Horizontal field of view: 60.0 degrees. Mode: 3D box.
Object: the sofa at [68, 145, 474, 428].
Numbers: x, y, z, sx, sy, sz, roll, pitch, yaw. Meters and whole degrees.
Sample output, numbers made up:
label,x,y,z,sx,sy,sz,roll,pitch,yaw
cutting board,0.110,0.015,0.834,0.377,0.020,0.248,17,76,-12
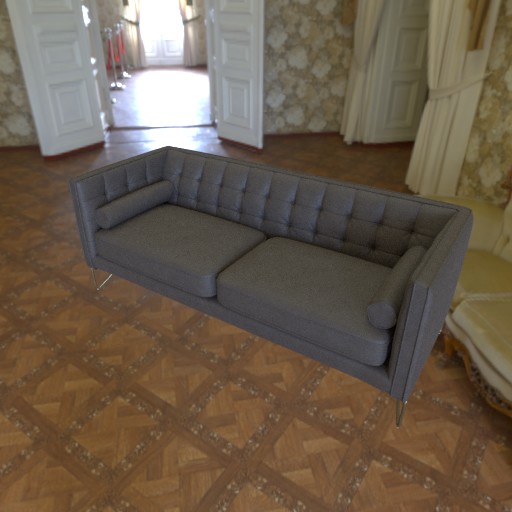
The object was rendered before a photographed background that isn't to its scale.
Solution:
label,x,y,z,sx,sy,sz,roll,pitch,yaw
sofa,0.000,0.000,2.559,2.087,0.789,0.867,18,34,28
